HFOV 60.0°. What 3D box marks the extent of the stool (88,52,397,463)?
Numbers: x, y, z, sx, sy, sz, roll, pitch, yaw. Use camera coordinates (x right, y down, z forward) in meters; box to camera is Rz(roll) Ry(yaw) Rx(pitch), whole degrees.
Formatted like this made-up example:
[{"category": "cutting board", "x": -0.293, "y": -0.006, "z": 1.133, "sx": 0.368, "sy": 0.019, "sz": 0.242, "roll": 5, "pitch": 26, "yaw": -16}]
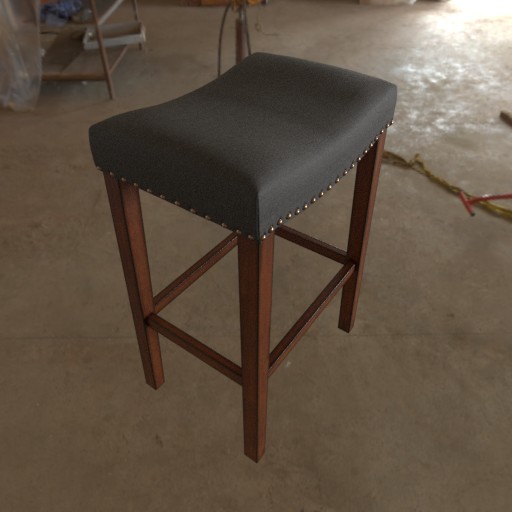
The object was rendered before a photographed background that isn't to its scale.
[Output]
[{"category": "stool", "x": 0.000, "y": 0.000, "z": 1.017, "sx": 0.366, "sy": 0.748, "sz": 0.502, "roll": 25, "pitch": 47, "yaw": 26}]
